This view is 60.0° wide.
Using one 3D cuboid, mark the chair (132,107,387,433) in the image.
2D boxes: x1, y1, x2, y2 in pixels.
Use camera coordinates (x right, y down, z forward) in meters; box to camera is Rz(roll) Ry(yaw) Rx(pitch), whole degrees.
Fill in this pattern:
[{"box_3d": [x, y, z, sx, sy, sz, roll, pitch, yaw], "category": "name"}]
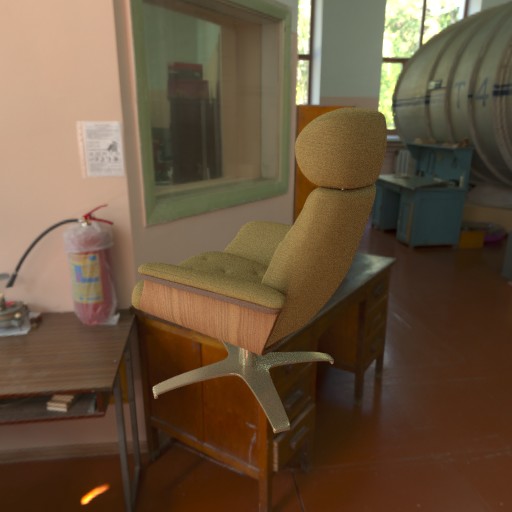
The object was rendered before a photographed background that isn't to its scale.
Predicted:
[{"box_3d": [0.000, 0.000, 1.590, 0.837, 0.995, 0.785, 8, 18, 25], "category": "chair"}]
